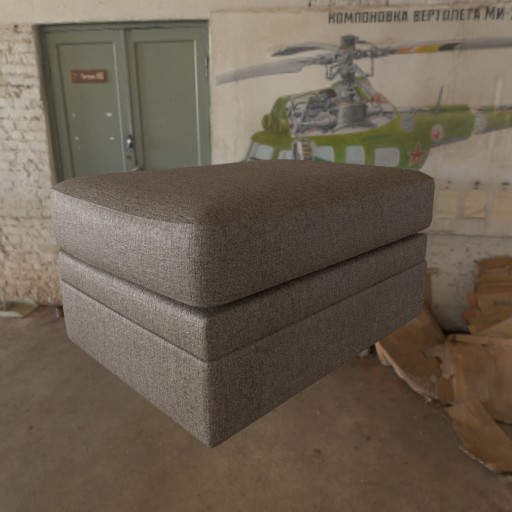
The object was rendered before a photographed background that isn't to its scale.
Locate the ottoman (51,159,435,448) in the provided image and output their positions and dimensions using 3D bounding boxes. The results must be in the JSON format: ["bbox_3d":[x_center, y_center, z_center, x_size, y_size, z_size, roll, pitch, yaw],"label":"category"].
[{"bbox_3d":[0.000,0.000,1.221,0.637,0.478,0.885,16,23,42],"label":"ottoman"}]
